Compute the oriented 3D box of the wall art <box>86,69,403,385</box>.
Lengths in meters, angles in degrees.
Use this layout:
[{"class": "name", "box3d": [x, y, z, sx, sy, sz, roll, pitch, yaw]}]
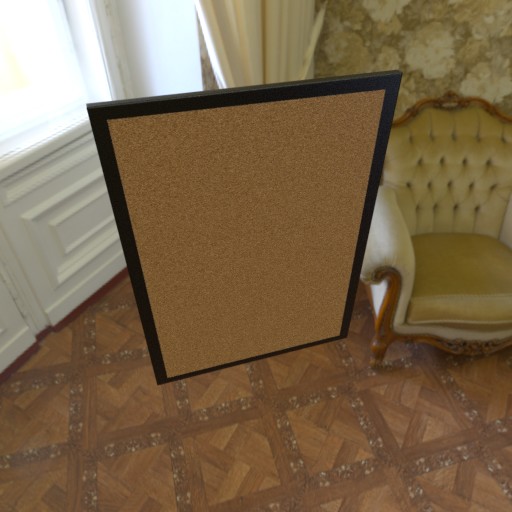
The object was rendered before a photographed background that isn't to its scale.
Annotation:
[{"class": "wall art", "box3d": [0.000, 0.000, 0.867, 0.480, 0.657, 0.016, -11, 42, -13]}]
